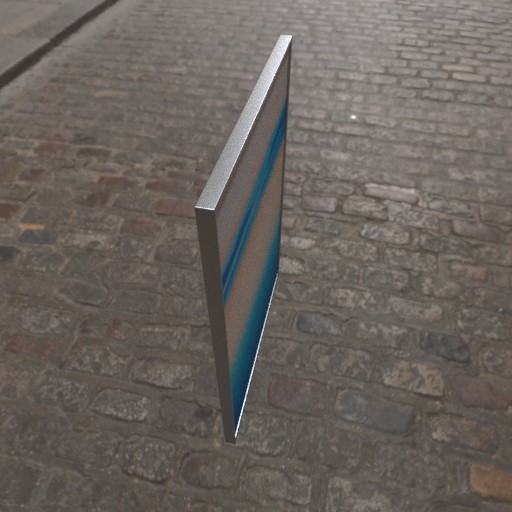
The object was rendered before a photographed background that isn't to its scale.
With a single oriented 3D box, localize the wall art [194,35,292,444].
[{"bbox_3d":[0.000,0.000,1.417,0.037,1.062,0.801,9,47,9],"label":"wall art"}]
